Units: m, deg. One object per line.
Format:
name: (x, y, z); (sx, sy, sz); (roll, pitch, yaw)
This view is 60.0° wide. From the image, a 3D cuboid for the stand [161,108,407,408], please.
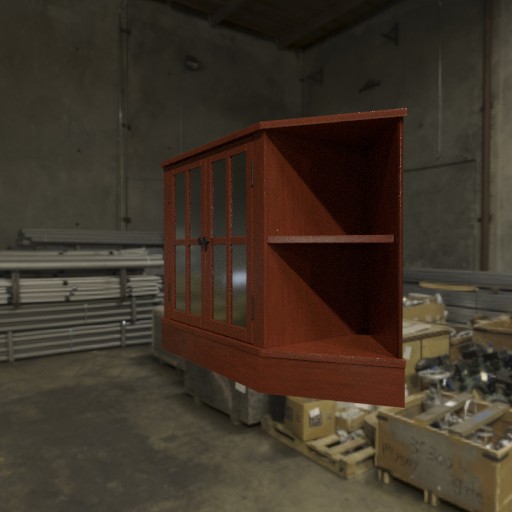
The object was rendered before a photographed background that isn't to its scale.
stand: (0.000, 0.000, 1.342); (0.381, 0.614, 1.072); (-1, 1, -35)
